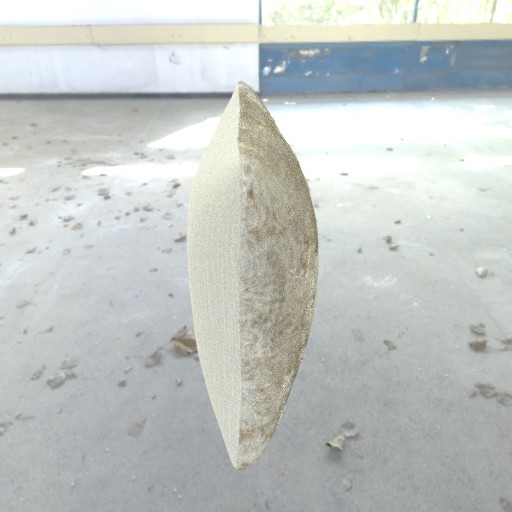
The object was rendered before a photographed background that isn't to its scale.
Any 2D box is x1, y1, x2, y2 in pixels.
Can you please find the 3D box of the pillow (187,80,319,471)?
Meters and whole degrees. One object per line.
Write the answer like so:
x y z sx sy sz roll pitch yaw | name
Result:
0.000 0.000 0.809 0.216 0.525 0.538 -1 31 -1 | pillow
